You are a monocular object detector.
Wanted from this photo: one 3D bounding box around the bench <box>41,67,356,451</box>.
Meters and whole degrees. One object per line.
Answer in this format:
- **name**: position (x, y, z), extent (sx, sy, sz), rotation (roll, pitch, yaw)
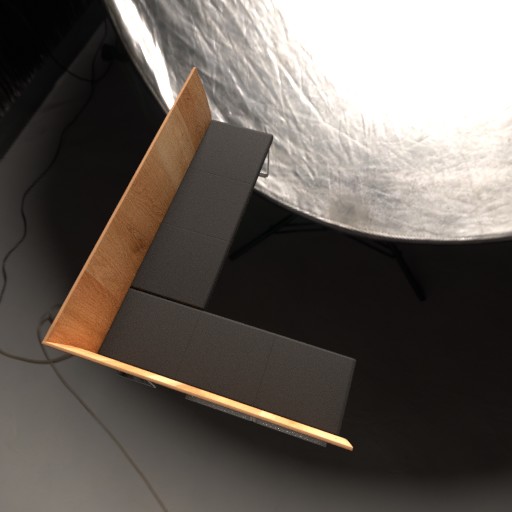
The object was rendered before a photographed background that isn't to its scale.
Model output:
- **bench**: position (0.000, 0.000, 2.811), extent (1.495, 0.930, 1.945), rotation (16, 65, 8)
